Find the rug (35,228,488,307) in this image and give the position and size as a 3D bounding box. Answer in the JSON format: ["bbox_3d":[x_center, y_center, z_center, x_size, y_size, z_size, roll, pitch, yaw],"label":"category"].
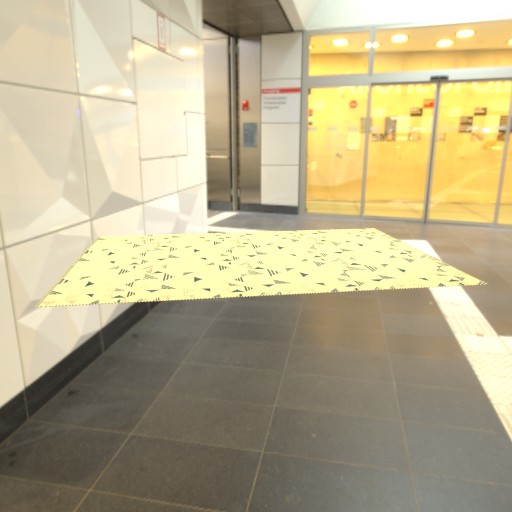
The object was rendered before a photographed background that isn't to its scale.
[{"bbox_3d":[0.000,0.000,2.335,1.835,0.003,1.206,-2,15,-8],"label":"rug"}]
